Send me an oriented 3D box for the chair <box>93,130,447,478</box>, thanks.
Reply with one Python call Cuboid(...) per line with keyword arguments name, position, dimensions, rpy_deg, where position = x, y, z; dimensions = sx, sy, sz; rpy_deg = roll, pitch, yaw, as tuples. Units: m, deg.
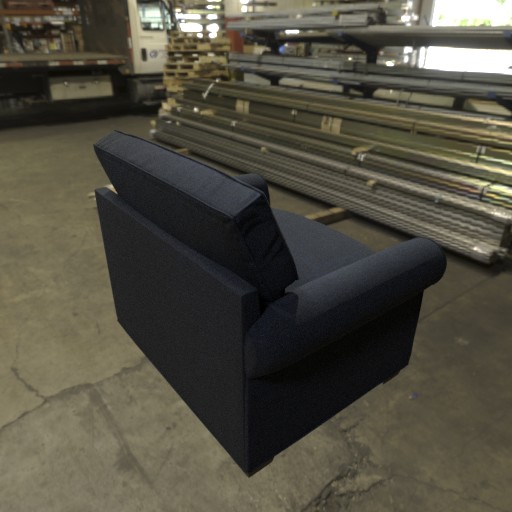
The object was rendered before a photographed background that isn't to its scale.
Cuboid(name="chair", position=(0.000, 0.000, 1.953), dimensions=(0.963, 1.044, 1.285), rpy_deg=(-20, 33, -33))
